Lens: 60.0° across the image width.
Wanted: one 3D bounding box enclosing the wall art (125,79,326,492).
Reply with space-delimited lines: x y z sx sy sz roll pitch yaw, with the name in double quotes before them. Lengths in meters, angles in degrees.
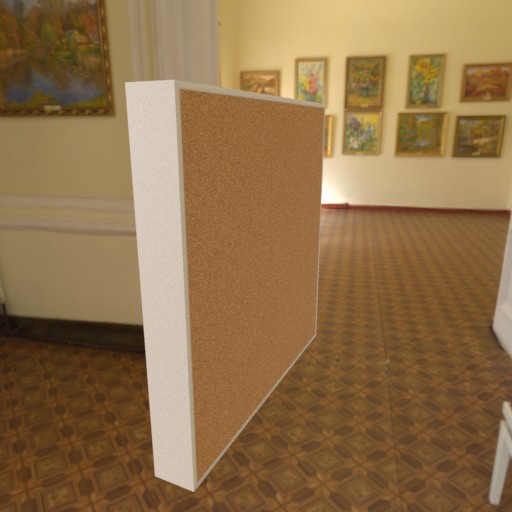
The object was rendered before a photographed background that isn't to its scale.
"wall art" 0.000 0.000 0.448 0.038 0.304 0.305 8 18 25
